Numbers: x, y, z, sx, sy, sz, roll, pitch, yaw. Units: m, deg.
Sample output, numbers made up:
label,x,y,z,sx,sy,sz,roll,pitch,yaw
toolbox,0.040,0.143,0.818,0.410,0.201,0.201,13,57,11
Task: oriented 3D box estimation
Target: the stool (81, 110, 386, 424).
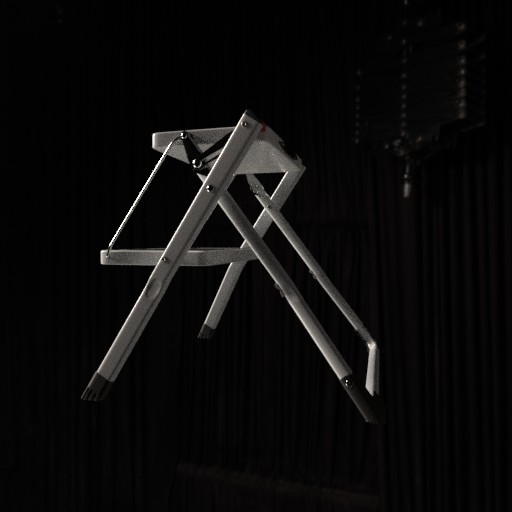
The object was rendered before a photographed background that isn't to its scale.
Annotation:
label,x,y,z,sx,sy,sz,roll,pitch,yaw
stool,0.000,0.000,0.868,0.490,0.445,0.485,1,2,16
